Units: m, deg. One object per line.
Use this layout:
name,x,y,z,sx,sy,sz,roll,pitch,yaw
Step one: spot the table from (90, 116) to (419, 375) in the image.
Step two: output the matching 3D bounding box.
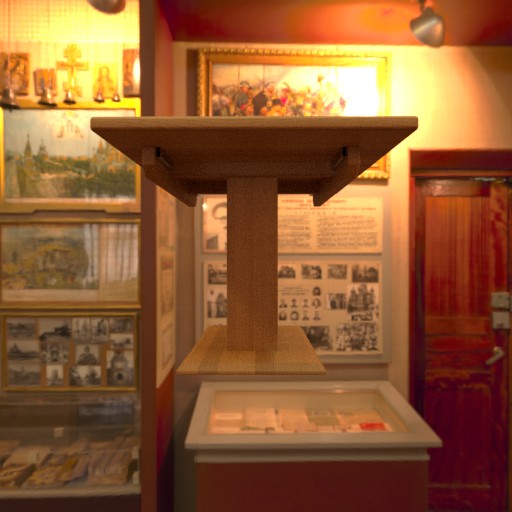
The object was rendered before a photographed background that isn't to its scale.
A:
table,0.000,0.000,1.856,0.900,0.770,1.300,0,0,1
